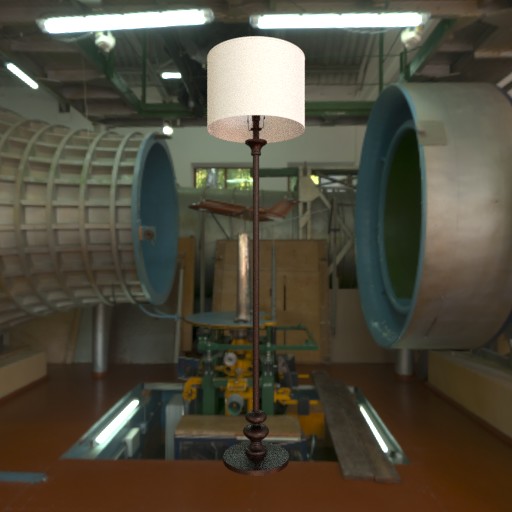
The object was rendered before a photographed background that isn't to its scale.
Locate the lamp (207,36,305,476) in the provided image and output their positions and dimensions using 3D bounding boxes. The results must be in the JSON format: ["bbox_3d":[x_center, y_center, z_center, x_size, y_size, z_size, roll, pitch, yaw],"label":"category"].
[{"bbox_3d":[0.000,0.000,1.623,0.356,1.487,0.356,0,0,36],"label":"lamp"}]
